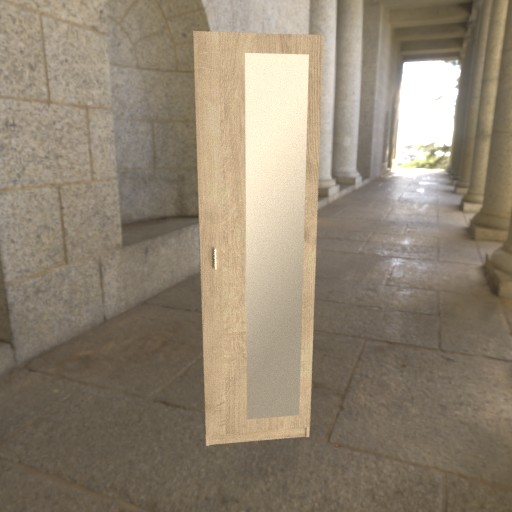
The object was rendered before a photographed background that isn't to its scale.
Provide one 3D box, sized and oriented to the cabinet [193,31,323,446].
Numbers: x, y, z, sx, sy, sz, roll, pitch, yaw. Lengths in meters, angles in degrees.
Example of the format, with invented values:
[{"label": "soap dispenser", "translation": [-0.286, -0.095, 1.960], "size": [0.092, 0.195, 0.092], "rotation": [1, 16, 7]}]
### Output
[{"label": "cabinet", "translation": [0.000, 0.000, 1.990], "size": [0.500, 1.790, 0.230], "rotation": [-2, 14, -7]}]
